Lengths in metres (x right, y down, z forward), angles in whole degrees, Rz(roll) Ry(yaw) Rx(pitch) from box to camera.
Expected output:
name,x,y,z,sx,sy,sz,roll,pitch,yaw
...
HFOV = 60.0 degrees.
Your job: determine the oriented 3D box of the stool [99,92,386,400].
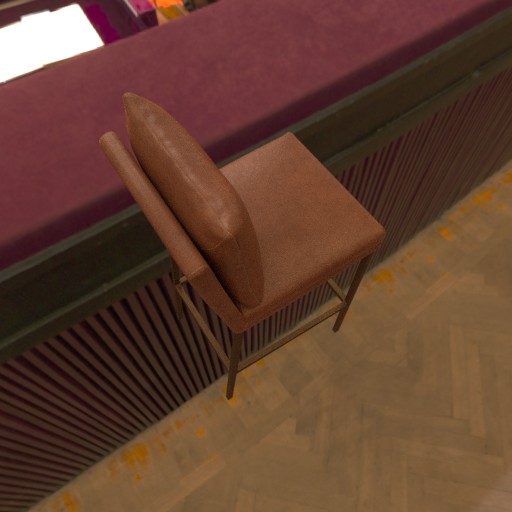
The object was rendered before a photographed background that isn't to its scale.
name,x,y,z,sx,sy,sz,roll,pitch,yaw
stool,0.000,0.000,1.395,0.571,1.124,0.463,-30,64,-16
